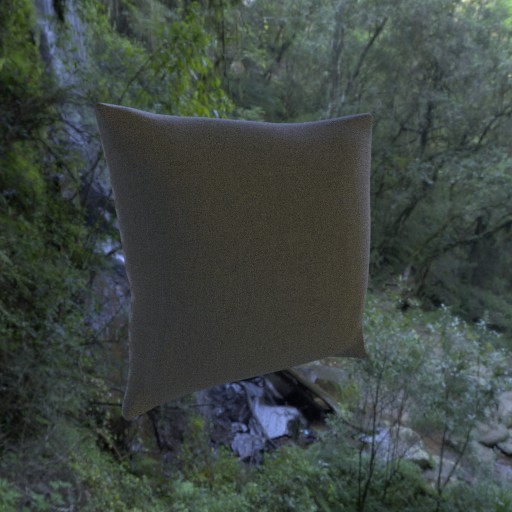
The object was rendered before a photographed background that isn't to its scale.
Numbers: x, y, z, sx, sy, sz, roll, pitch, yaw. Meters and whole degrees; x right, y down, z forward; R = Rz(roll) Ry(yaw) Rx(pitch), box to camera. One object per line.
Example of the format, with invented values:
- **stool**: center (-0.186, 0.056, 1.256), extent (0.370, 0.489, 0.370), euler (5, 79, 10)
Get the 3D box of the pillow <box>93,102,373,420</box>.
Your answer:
- **pillow**: center (0.000, 0.000, 0.775), extent (0.496, 0.491, 0.219), euler (-7, 16, -27)
